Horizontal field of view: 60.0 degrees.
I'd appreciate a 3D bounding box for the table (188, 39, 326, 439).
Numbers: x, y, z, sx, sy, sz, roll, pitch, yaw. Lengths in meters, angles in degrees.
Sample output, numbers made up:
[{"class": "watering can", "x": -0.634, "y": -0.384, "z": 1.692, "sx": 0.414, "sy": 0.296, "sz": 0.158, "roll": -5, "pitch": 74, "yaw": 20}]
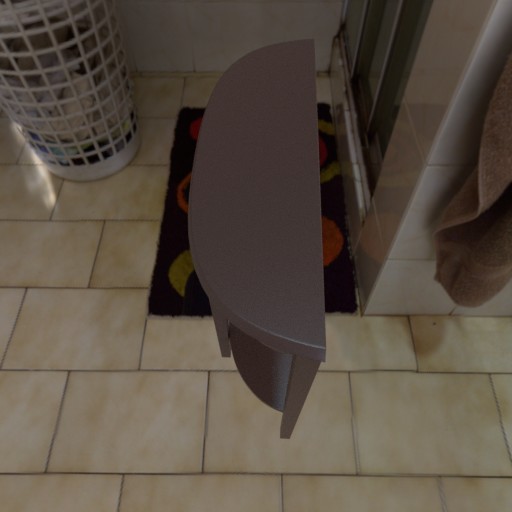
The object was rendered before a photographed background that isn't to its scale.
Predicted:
[{"class": "table", "x": 0.000, "y": 0.000, "z": 1.316, "sx": 0.274, "sy": 0.831, "sz": 0.909, "roll": 2, "pitch": 58, "yaw": 1}]
